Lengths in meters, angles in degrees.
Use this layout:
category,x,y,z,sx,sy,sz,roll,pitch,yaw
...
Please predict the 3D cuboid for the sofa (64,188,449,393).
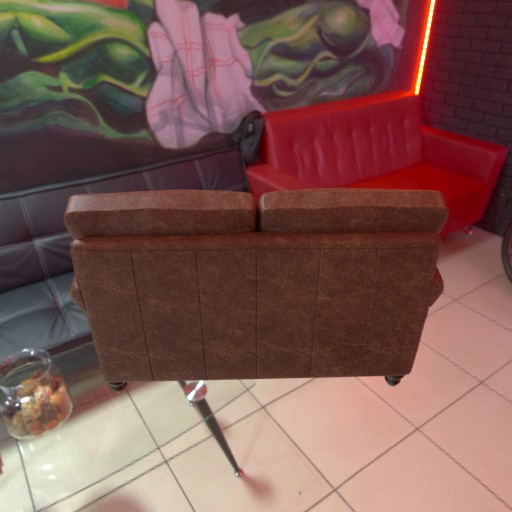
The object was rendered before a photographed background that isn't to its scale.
category,x,y,z,sx,sy,sz,roll,pitch,yaw
sofa,0.000,0.000,2.269,1.616,0.967,0.990,-1,31,-1
